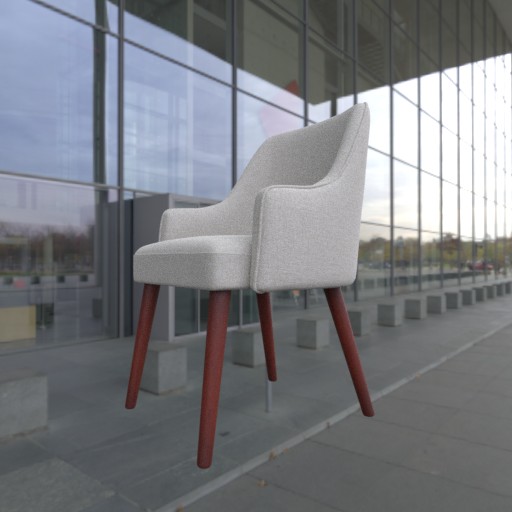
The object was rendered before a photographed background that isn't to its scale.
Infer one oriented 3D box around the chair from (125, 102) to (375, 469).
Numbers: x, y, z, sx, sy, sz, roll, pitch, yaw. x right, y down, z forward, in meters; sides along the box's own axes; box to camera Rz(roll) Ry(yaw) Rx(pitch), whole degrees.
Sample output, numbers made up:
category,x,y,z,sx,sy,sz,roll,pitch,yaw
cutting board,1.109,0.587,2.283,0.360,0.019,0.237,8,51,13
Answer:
category,x,y,z,sx,sy,sz,roll,pitch,yaw
chair,0.000,0.000,1.216,0.580,0.840,0.560,0,-1,-35
